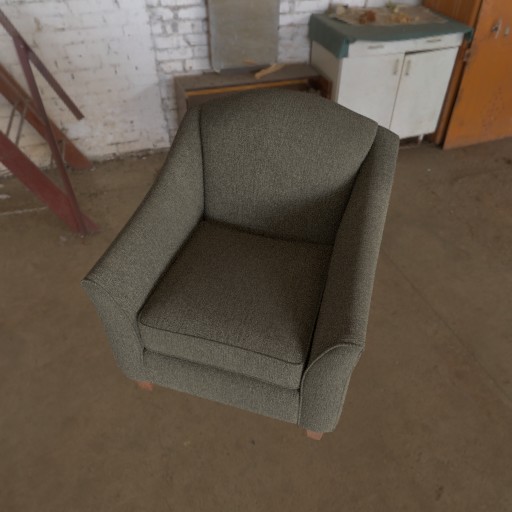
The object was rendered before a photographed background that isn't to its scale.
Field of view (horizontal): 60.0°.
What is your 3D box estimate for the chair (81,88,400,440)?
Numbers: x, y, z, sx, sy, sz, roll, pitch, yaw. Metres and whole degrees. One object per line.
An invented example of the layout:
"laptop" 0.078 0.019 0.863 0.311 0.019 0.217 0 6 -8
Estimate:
"chair" 0.000 0.000 1.455 0.763 0.839 0.787 12 43 13
